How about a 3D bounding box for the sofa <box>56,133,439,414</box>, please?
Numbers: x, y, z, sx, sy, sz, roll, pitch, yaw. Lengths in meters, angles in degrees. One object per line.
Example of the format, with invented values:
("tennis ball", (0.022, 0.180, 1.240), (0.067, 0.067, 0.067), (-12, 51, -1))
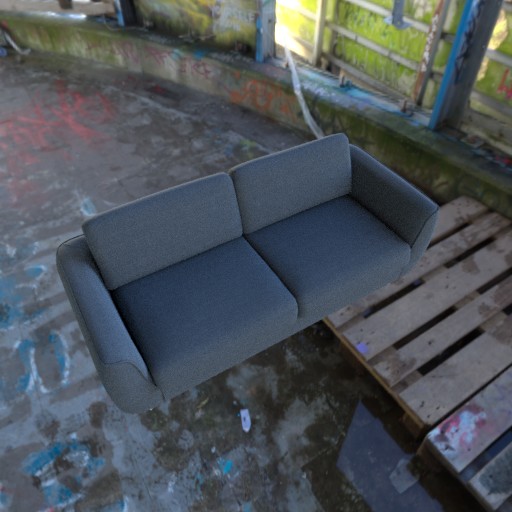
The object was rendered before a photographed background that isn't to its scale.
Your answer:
("sofa", (0.000, 0.000, 2.537), (2.000, 0.850, 0.920), (-23, 50, -21))
